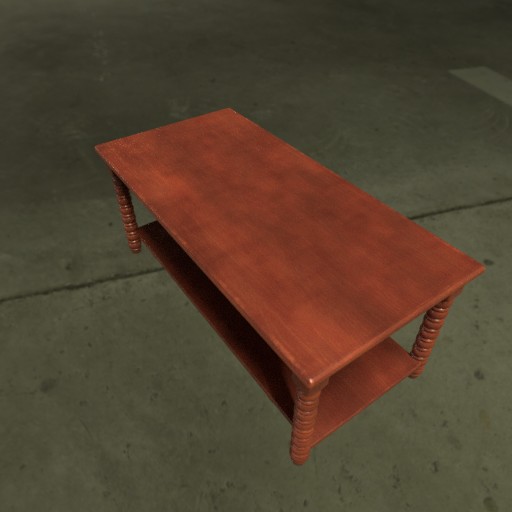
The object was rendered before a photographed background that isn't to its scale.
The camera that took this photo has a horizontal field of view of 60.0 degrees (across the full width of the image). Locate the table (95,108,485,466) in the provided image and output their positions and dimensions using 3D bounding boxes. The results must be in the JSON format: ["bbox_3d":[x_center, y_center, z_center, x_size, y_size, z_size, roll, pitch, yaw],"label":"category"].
[{"bbox_3d":[0.000,0.000,1.487,0.580,0.485,1.171,-25,47,-26],"label":"table"}]
